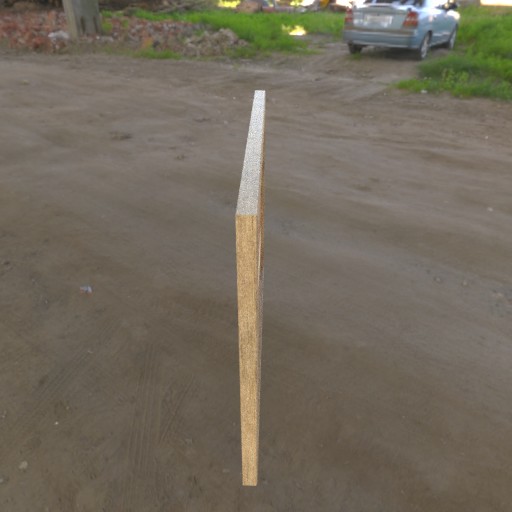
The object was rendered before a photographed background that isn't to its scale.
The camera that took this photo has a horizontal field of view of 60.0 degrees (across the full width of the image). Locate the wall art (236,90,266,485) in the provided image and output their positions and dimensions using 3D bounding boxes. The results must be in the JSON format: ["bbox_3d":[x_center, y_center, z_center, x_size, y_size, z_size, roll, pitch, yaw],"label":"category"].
[{"bbox_3d":[0.000,0.000,0.942,0.026,0.535,0.690,1,32,2],"label":"wall art"}]
